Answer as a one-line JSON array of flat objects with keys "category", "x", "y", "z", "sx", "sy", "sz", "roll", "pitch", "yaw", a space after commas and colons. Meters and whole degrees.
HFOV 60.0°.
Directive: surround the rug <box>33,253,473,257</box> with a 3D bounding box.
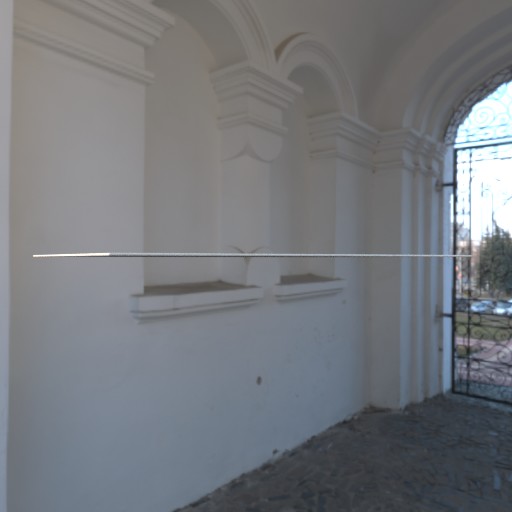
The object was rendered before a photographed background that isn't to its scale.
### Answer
[{"category": "rug", "x": 0.000, "y": 0.000, "z": 2.214, "sx": 1.828, "sy": 0.007, "sz": 1.220, "roll": 0, "pitch": 0, "yaw": -35}]
